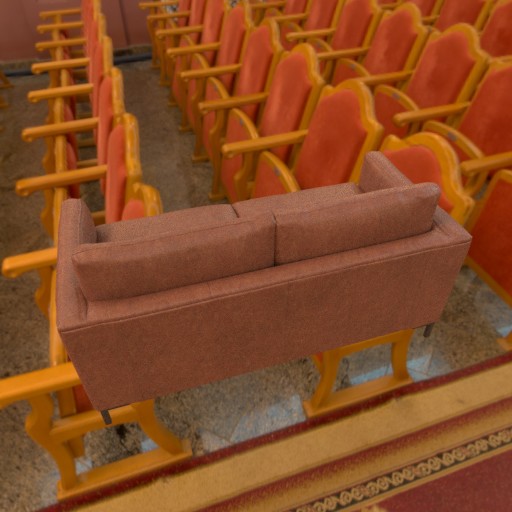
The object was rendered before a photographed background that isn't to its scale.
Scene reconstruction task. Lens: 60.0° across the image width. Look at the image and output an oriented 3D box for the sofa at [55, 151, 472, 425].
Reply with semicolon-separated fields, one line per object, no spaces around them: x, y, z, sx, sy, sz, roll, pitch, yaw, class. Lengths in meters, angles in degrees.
0.000;0.000;2.232;1.797;0.883;0.899;-12;42;-13;sofa
